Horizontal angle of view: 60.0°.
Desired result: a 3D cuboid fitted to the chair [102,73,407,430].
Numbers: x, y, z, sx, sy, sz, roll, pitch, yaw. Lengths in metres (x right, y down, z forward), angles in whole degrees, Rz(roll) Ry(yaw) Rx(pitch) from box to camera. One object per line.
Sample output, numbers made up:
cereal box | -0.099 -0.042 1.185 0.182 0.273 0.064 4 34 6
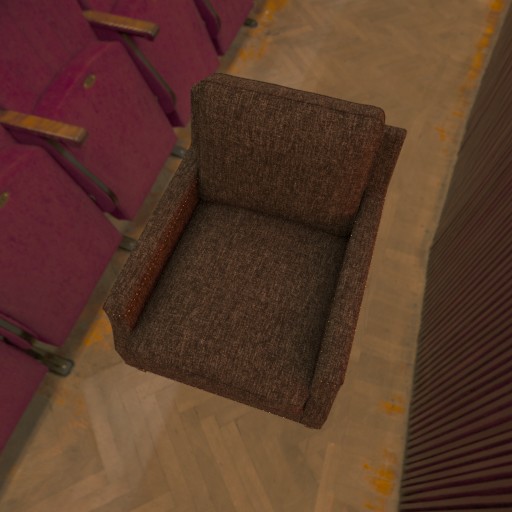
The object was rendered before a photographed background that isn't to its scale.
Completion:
chair | 0.000 0.000 1.730 0.853 0.943 1.014 16 60 9
